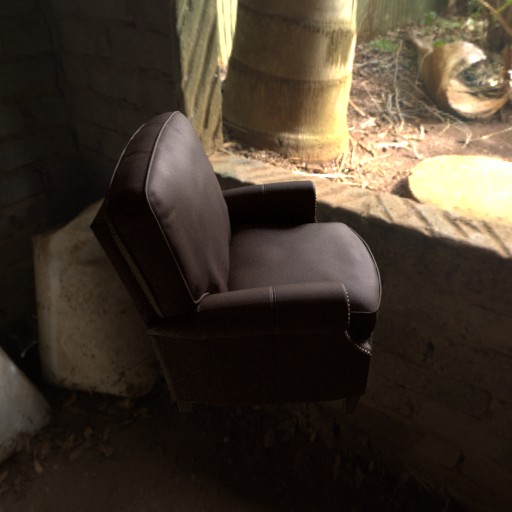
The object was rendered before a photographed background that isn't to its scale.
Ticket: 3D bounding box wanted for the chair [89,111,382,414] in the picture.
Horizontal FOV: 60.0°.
[{"bbox_3d":[0.000,0.000,1.765,0.986,1.018,0.936,-1,34,-1],"label":"chair"}]
